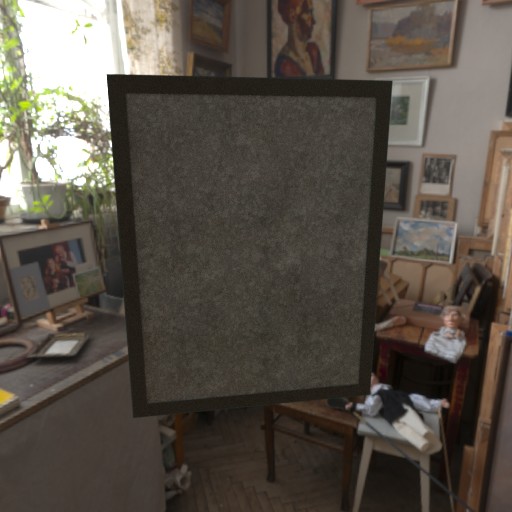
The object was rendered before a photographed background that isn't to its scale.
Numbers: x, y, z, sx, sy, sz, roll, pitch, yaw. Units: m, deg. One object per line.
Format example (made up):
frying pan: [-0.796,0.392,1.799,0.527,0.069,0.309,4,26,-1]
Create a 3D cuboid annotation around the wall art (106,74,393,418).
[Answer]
wall art: [0.000,0.000,1.308,0.767,0.983,0.030,-2,15,-9]
